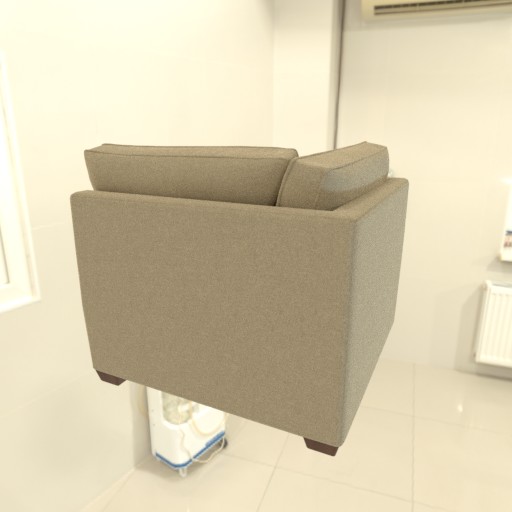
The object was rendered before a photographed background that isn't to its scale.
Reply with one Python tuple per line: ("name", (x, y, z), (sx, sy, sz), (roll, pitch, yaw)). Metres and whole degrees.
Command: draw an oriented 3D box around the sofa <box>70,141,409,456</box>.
("sofa", (0.000, 0.000, 2.009), (1.146, 1.002, 1.084), (8, 19, 25))
